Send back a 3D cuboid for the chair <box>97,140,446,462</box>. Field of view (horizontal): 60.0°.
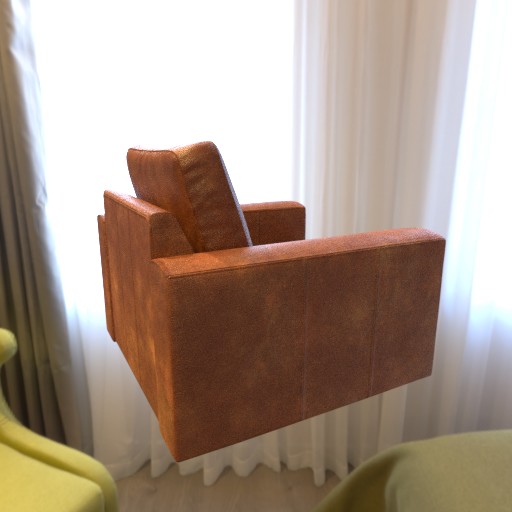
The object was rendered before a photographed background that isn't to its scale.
[{"bbox_3d":[0.000,0.000,1.730,1.016,0.873,1.005,-8,16,-27],"label":"chair"}]
